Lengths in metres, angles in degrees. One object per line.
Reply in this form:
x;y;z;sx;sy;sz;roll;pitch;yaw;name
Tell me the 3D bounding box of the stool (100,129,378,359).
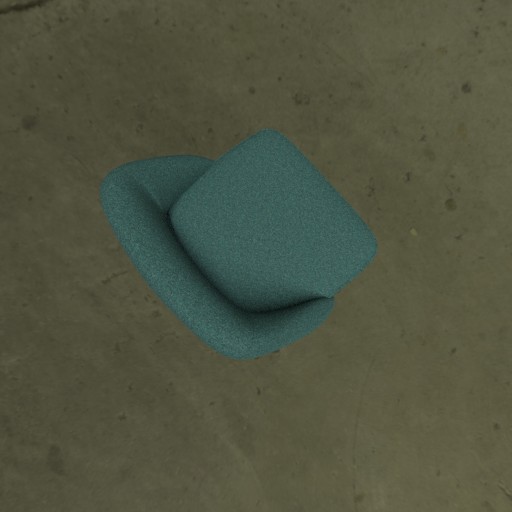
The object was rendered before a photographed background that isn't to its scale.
0.000;0.000;1.312;0.522;1.032;0.536;-38;79;-9;stool
